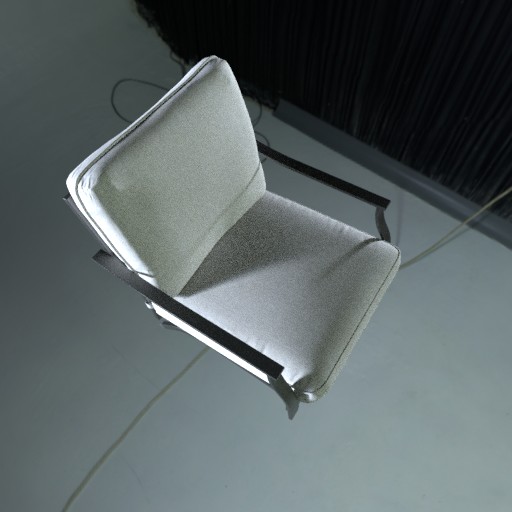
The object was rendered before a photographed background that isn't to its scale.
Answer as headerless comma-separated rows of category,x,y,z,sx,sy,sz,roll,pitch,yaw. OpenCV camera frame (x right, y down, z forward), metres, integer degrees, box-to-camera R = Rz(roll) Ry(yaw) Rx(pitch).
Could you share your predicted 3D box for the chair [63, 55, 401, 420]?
chair,0.000,0.000,1.395,0.787,0.860,0.650,30,64,16
